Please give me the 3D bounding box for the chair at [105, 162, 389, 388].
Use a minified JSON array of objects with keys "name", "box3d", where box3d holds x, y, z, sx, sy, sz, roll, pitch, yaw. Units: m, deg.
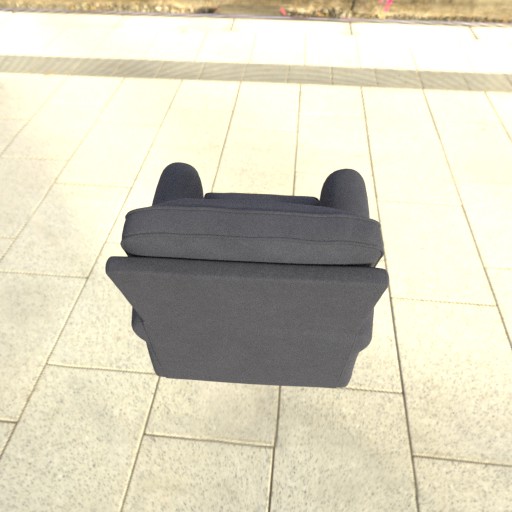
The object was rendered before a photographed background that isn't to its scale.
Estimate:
[{"name":"chair","box3d":[0.000,0.000,1.673,0.890,0.961,0.878,3,47,3]}]
